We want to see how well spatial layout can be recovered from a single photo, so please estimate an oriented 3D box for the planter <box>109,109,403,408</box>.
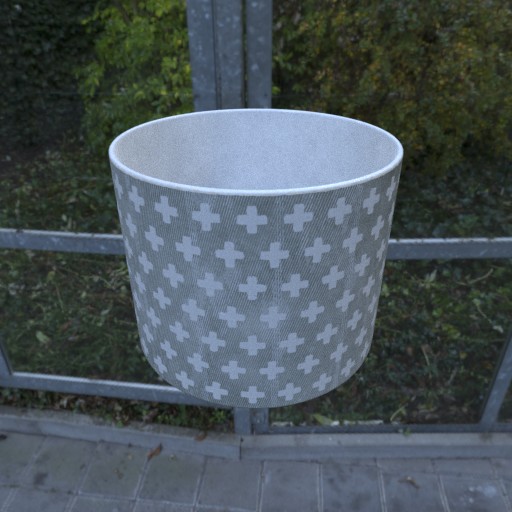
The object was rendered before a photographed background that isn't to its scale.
[{"bbox_3d":[0.000,0.000,0.450,0.250,0.239,0.250,0,30,0],"label":"planter"}]
